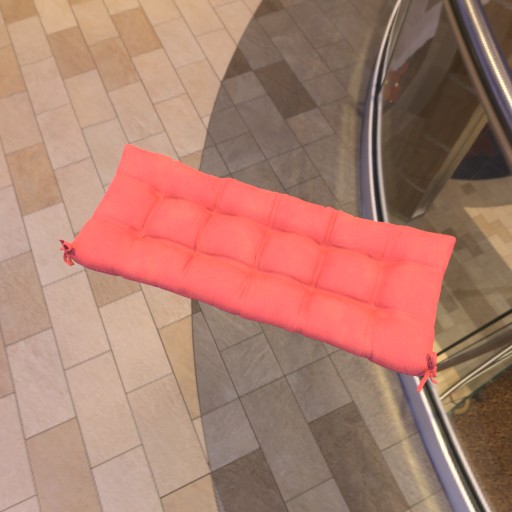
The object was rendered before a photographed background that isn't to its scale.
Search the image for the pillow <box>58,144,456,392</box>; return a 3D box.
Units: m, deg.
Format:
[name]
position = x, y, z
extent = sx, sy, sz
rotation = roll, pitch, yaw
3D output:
[pillow]
position = 0.000, 0.000, 1.365
extent = 1.194, 0.174, 0.511
rotation = 17, 66, 8
